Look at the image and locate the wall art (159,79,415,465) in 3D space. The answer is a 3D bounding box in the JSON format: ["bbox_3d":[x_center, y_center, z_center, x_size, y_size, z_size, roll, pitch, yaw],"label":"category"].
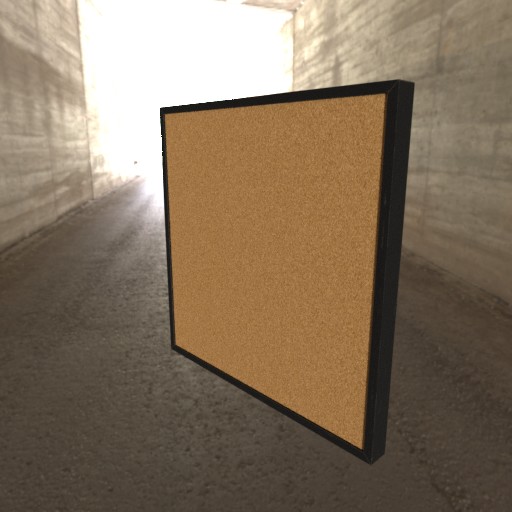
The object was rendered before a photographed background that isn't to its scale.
[{"bbox_3d":[0.000,0.000,0.748,0.036,0.506,0.506,-13,19,-42],"label":"wall art"}]
